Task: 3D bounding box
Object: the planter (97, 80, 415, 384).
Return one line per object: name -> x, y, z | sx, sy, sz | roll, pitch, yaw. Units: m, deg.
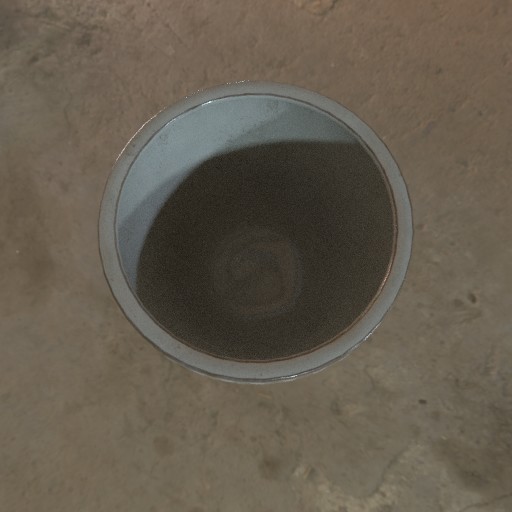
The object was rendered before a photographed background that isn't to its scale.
planter -> 0.000, 0.000, 0.362 | 0.197, 0.191, 0.197 | 0, 76, 0
